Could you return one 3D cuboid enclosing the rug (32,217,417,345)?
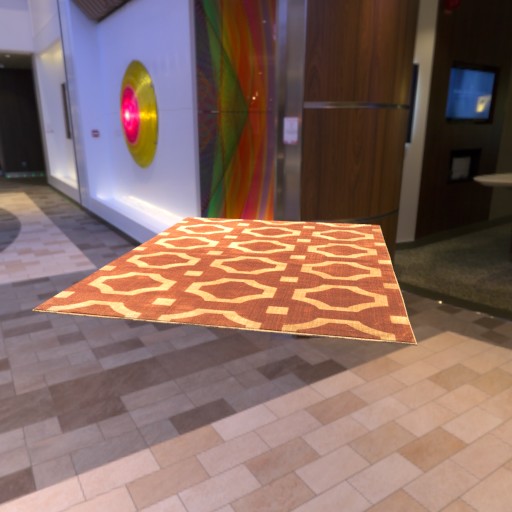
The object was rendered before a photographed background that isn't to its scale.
[{"bbox_3d":[0.000,0.000,4.170,2.466,0.021,3.049,3,17,11],"label":"rug"}]
